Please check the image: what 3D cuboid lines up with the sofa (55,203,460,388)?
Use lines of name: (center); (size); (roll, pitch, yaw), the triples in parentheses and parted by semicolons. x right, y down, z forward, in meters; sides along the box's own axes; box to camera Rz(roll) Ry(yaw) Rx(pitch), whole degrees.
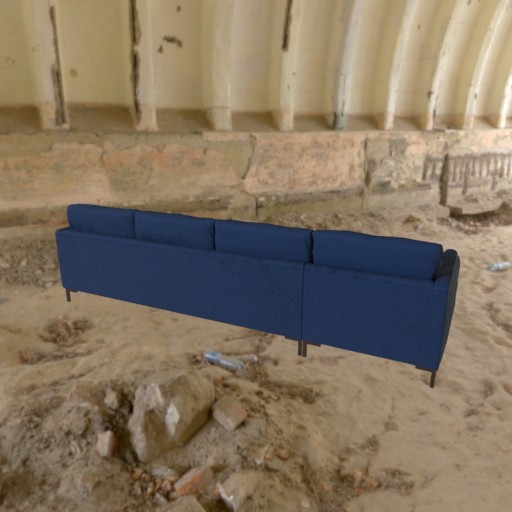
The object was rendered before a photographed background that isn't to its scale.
sofa: (0.000, 0.000, 2.930); (2.450, 0.679, 1.128); (8, 19, 25)
